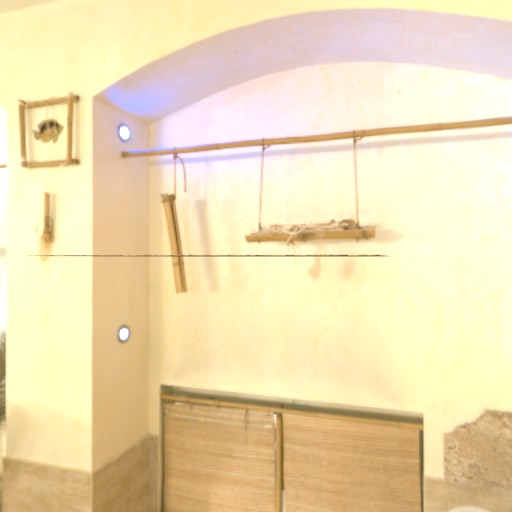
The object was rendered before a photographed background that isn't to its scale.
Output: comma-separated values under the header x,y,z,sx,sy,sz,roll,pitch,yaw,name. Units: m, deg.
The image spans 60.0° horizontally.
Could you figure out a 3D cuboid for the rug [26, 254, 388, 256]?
x,y,z,sx,sy,sz,roll,pitch,yaw,name
0.000,0.000,4.141,2.438,0.010,3.048,0,0,18,rug
